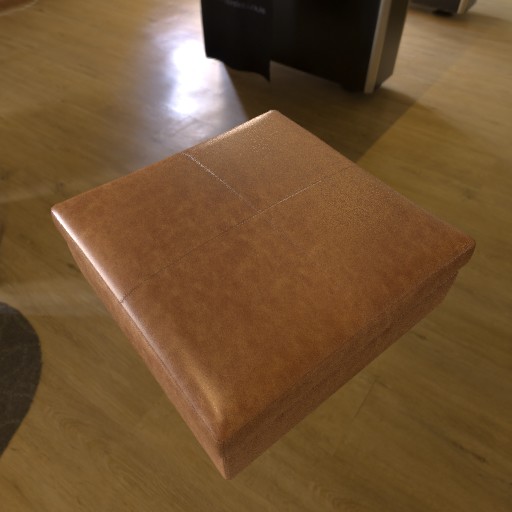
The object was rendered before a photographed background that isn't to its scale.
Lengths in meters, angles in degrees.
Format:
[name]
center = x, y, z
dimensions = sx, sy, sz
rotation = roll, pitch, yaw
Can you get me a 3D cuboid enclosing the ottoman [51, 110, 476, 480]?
[ottoman]
center = 0.000, 0.000, 1.807
dimensions = 1.169, 0.483, 1.168
rotation = -31, 56, -24
